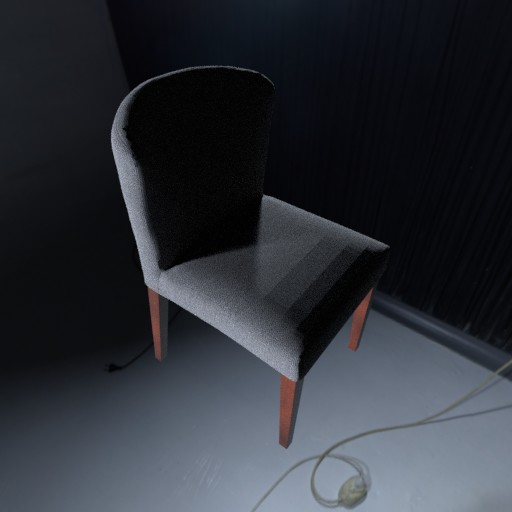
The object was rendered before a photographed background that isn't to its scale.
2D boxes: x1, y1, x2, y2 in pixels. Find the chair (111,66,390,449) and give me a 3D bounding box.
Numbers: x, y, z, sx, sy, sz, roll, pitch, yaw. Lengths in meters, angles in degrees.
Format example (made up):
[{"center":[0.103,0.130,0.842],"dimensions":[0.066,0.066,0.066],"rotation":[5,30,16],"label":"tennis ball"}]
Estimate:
[{"center":[0.000,0.000,1.193],"dimensions":[0.589,0.839,0.491],"rotation":[26,48,26],"label":"chair"}]
